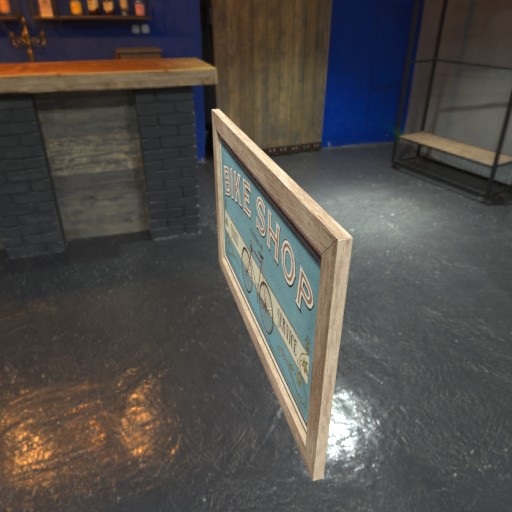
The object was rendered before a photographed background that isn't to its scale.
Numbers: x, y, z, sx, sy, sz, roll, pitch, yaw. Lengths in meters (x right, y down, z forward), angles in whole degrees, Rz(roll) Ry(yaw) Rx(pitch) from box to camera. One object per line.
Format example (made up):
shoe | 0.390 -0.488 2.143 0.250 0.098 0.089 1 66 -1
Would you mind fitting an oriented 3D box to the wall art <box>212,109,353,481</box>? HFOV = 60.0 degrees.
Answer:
wall art | 0.000 0.000 0.986 0.021 0.480 0.780 -8 31 -14
